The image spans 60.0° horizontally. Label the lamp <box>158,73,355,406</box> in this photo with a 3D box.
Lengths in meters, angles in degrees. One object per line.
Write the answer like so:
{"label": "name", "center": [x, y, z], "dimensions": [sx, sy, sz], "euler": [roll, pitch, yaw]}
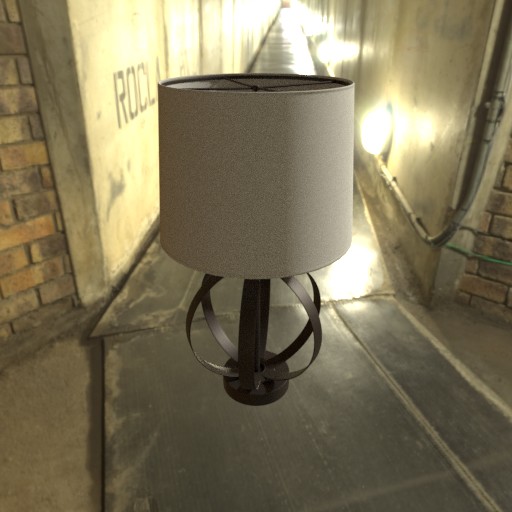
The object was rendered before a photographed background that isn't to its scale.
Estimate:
{"label": "lamp", "center": [0.000, 0.000, 0.692], "dimensions": [0.286, 0.510, 0.286], "euler": [0, 27, 0]}
